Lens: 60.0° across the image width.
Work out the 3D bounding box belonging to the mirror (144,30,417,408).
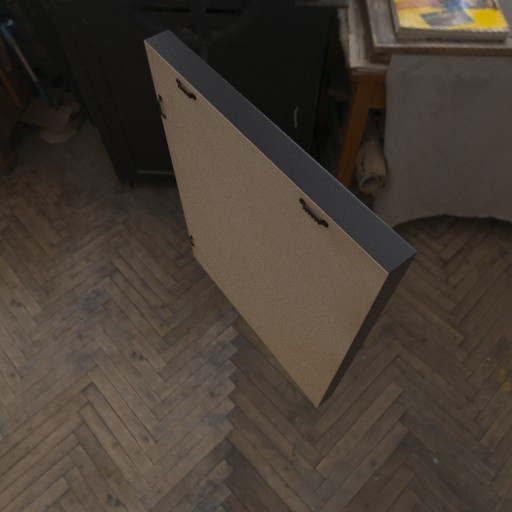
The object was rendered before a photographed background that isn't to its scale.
[{"bbox_3d":[0.000,0.000,0.675,0.041,0.508,0.405,-33,65,-18],"label":"mirror"}]
